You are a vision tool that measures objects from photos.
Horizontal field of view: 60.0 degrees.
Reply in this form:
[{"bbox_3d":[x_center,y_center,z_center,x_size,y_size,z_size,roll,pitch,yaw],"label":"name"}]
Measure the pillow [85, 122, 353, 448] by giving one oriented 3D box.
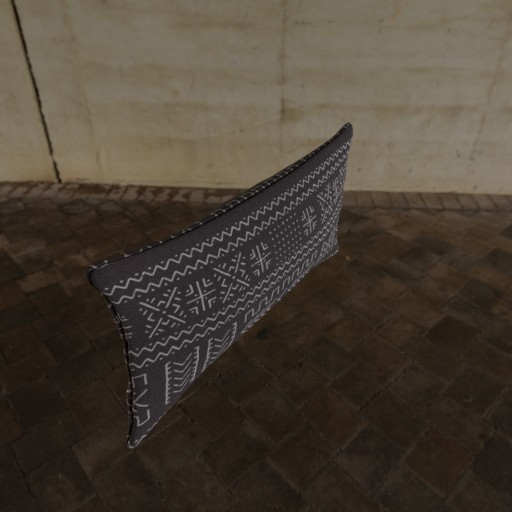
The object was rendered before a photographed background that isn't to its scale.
[{"bbox_3d":[0.000,0.000,0.792,0.135,0.322,0.667,22,39,29],"label":"pillow"}]
